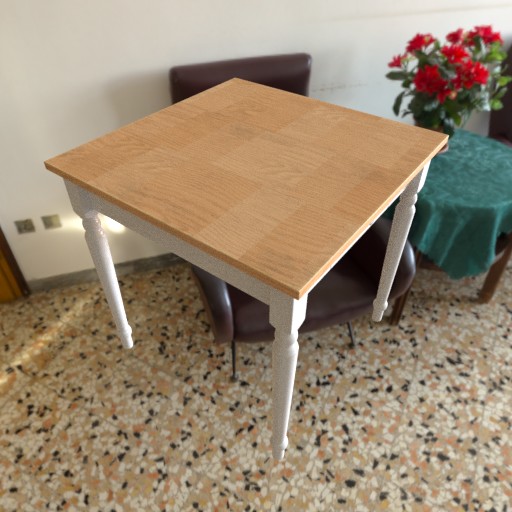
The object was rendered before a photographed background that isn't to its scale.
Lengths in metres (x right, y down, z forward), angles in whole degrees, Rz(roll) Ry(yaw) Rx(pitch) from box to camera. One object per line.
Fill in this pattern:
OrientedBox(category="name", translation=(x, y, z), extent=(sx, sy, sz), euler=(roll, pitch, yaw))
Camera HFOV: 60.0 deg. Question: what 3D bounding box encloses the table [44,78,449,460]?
OrientedBox(category="table", translation=(0.000, 0.000, 1.385), extent=(0.747, 0.738, 0.747), euler=(26, 47, 27))
